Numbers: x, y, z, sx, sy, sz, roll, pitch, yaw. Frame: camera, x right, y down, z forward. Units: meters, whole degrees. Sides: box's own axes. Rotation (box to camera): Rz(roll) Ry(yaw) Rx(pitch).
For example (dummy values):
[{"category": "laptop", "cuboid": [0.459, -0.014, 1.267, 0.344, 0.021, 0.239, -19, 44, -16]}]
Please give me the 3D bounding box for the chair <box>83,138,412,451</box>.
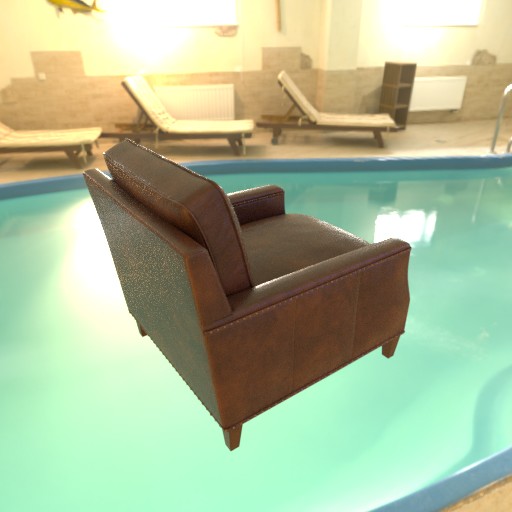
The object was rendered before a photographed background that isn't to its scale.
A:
[{"category": "chair", "cuboid": [0.000, 0.000, 1.785, 1.014, 0.929, 0.853, -18, 33, -31]}]
